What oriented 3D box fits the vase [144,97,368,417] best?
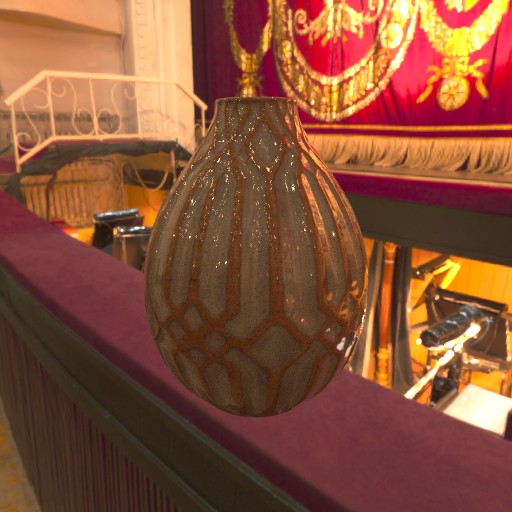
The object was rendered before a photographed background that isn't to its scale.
[{"bbox_3d":[0.000,0.000,0.262,0.131,0.175,0.131,0,16,0],"label":"vase"}]
